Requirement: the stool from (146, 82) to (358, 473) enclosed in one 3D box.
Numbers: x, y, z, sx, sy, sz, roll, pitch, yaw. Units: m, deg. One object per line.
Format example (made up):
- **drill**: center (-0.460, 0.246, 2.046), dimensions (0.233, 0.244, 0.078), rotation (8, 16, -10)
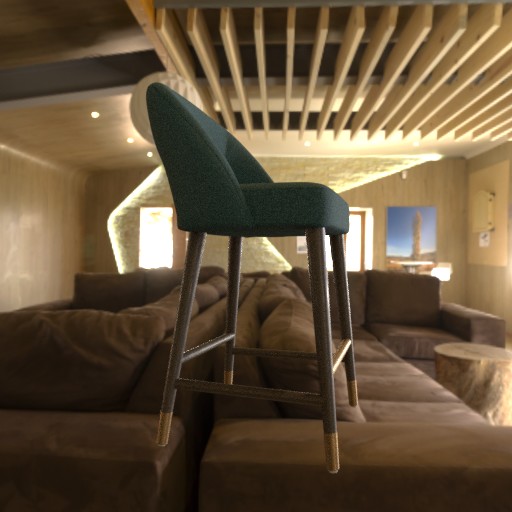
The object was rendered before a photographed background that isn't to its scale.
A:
- **stool**: center (0.000, 0.000, 1.248), dimensions (0.522, 0.939, 0.536), rotation (0, 0, 18)
